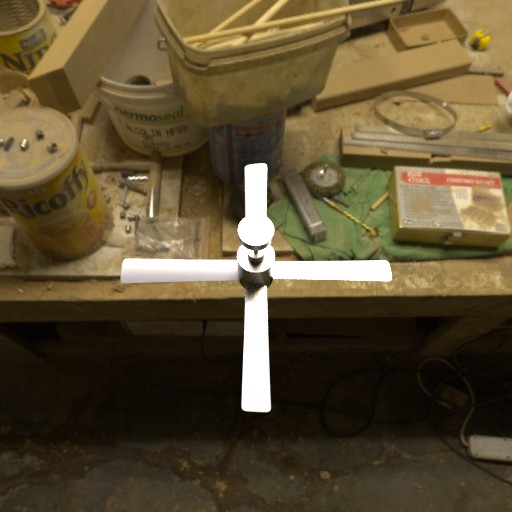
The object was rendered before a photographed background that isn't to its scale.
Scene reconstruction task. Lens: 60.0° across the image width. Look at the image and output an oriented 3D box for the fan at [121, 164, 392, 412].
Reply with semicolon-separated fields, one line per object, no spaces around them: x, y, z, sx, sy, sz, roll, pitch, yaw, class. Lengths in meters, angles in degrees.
0.000;0.000;2.353;1.525;0.539;1.525;0;62;0;fan
